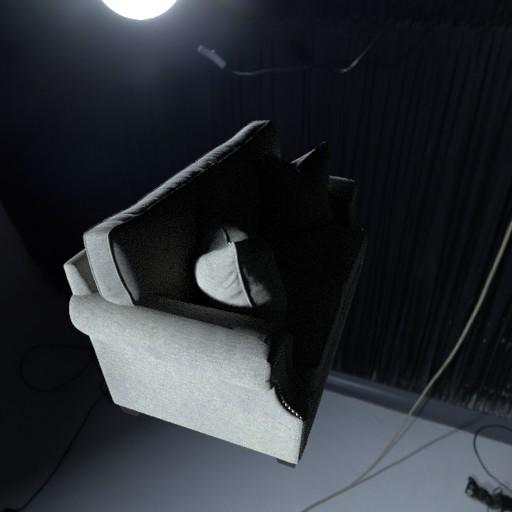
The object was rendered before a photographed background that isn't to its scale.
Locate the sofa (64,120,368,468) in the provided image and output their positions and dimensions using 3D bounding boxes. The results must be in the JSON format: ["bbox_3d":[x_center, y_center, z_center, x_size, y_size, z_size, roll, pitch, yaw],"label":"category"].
[{"bbox_3d":[0.000,0.000,2.256,0.966,0.966,1.701,11,33,17],"label":"sofa"}]
